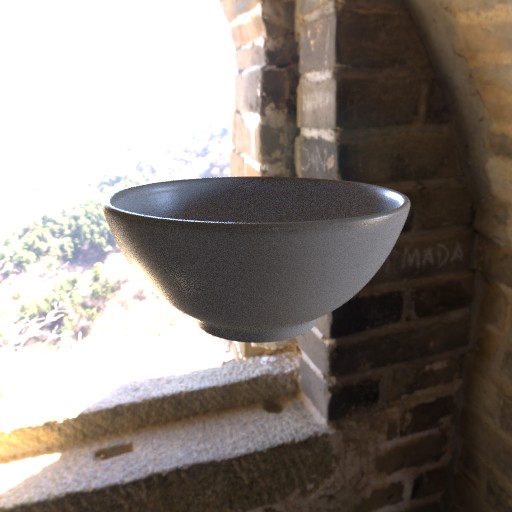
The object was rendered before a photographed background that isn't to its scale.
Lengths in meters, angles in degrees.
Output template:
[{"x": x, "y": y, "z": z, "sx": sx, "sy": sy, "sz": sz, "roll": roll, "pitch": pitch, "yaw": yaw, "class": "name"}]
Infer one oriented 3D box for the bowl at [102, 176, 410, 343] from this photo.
[{"x": 0.000, "y": 0.000, "z": 0.422, "sx": 0.268, "sy": 0.121, "sz": 0.268, "roll": 0, "pitch": 17, "yaw": 0, "class": "bowl"}]
